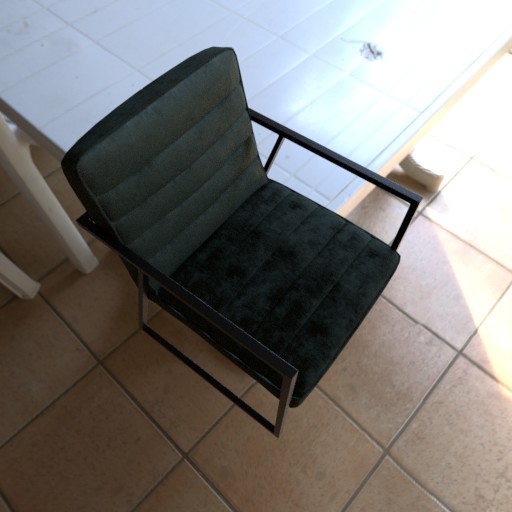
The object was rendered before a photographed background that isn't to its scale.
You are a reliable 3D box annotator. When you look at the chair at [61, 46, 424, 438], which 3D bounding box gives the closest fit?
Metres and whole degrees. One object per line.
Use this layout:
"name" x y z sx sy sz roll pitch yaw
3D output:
"chair" 0.000 0.000 1.247 0.677 0.833 0.571 33 64 19
